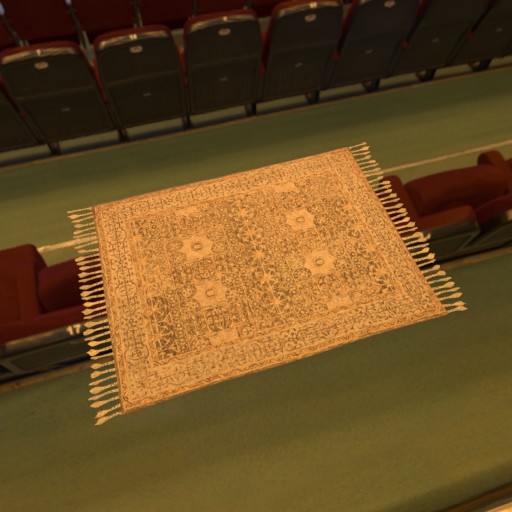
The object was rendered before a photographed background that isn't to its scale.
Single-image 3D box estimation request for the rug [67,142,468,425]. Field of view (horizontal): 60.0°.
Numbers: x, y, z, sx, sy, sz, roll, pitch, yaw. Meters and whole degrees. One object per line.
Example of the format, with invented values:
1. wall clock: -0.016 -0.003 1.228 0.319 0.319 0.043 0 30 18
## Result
1. rug: 0.000 0.000 3.103 2.465 0.023 1.619 -15 59 -9
